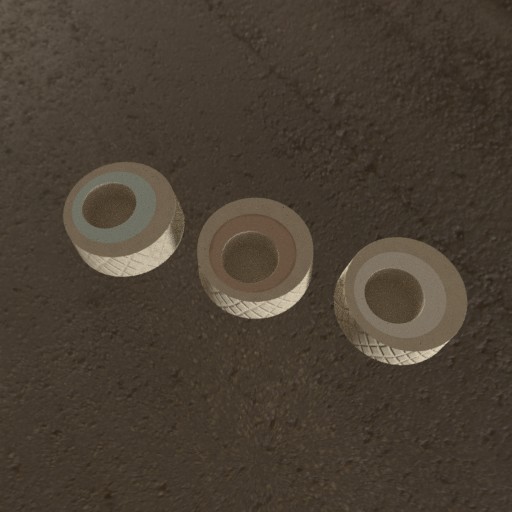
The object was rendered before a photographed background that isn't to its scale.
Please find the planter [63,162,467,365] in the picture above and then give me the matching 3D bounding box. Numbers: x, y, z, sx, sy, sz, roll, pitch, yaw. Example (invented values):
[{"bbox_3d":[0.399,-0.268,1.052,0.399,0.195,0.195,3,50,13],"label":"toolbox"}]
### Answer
[{"bbox_3d":[0.000,0.000,0.425,0.390,0.038,0.114,17,66,8],"label":"planter"}]
